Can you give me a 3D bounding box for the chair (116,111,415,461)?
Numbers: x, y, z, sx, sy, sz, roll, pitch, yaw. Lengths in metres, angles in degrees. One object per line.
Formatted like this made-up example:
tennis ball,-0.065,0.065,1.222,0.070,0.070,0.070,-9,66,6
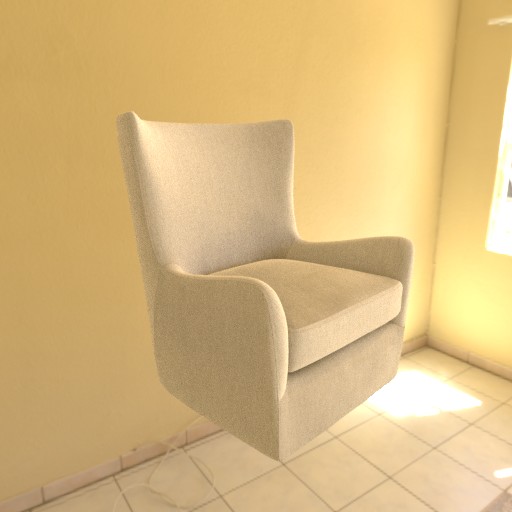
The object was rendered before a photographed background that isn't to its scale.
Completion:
chair,0.000,0.000,1.631,0.779,1.000,0.904,-14,20,-43
